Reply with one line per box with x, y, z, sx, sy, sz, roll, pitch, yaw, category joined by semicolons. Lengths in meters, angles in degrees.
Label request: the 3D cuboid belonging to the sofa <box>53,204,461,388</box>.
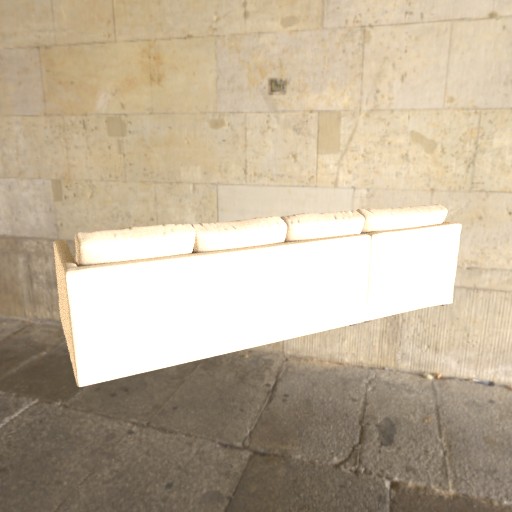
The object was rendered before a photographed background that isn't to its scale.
0.000;0.000;3.878;3.205;0.922;1.650;-7;16;-26;sofa
